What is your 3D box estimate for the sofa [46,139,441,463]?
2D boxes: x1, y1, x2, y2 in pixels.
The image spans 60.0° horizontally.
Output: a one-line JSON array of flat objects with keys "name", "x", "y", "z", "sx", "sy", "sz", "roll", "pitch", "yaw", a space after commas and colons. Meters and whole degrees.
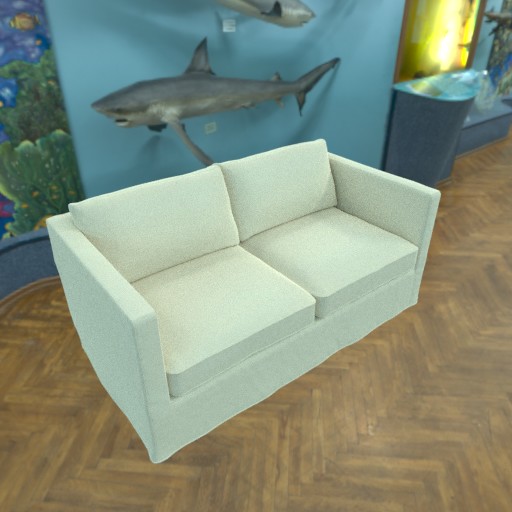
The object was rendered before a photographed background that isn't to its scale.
[{"name": "sofa", "x": 0.000, "y": 0.000, "z": 2.295, "sx": 1.746, "sy": 0.834, "sz": 0.962, "roll": -22, "pitch": 37, "yaw": -32}]
